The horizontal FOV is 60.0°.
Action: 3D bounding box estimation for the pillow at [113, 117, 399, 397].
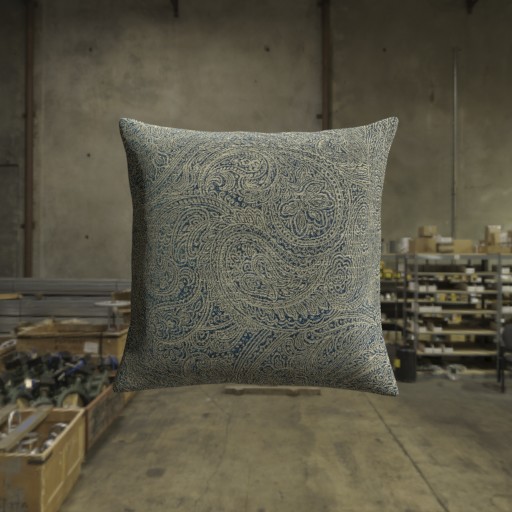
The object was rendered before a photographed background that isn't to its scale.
[{"bbox_3d":[0.000,0.000,0.813,0.523,0.510,0.166,0,0,1],"label":"pillow"}]
